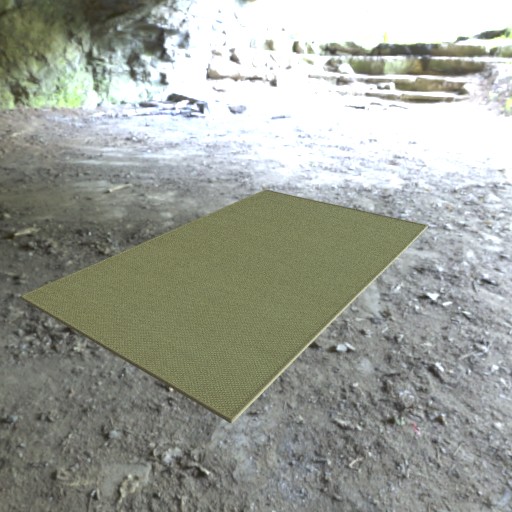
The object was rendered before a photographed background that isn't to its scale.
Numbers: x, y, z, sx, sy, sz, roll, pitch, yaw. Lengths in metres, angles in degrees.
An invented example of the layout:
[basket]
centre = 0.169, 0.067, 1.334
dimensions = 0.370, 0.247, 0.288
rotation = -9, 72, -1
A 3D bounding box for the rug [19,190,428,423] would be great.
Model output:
[rug]
centre = 0.000, 0.000, 2.047
dimensions = 1.067, 0.013, 1.676
rotation = 18, 31, 32
